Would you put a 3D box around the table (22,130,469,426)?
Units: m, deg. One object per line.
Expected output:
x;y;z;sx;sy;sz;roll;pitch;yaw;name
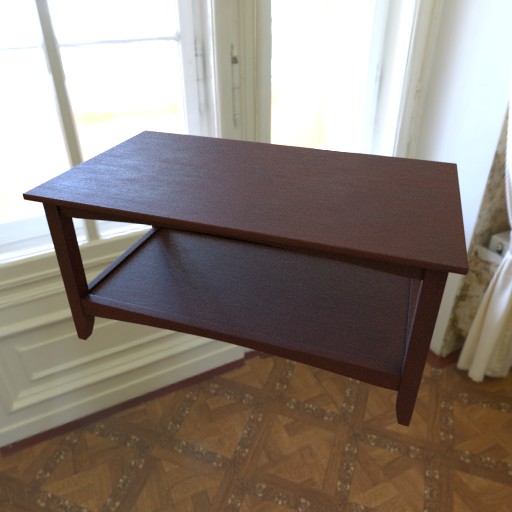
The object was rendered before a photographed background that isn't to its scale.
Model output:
0.000;0.000;1.209;0.943;0.456;0.533;10;33;16;table
